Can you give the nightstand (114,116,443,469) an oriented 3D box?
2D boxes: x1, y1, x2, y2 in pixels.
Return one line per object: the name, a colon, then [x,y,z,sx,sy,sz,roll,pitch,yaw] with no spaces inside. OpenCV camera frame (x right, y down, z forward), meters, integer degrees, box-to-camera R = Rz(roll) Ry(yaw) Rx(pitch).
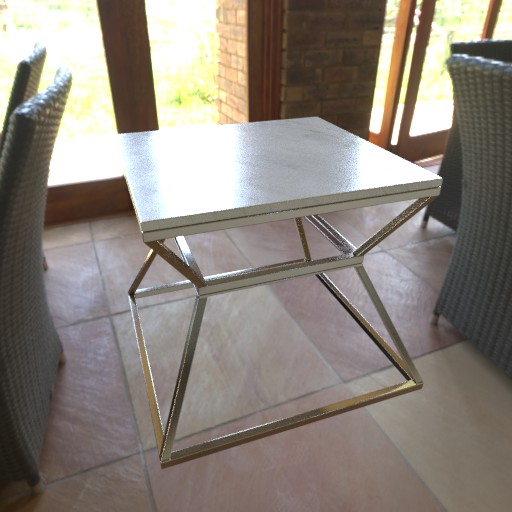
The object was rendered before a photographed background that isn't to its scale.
nightstand: [0.000,0.000,0.901,0.513,0.426,0.514,-10,32,-17]
